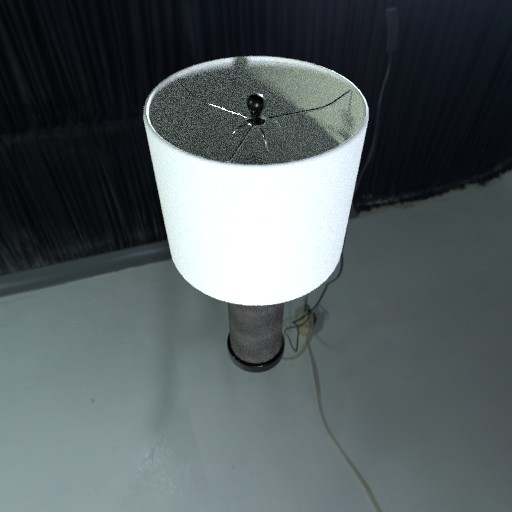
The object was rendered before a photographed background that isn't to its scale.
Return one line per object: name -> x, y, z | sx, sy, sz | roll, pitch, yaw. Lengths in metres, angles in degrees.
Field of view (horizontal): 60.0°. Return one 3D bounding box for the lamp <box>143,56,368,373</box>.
lamp -> 0.000, 0.000, 0.829 | 0.305, 0.634, 0.305 | -16, 49, -15
